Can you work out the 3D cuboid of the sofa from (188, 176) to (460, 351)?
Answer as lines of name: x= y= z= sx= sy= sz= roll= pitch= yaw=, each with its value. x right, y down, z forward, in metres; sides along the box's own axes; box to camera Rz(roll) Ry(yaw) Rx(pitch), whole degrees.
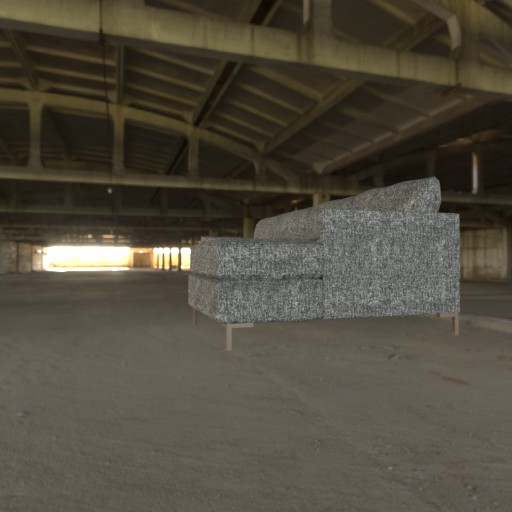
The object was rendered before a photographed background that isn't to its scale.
sofa: x=0.000 y=0.000 z=3.988 sx=1.488 sy=0.970 sz=3.384 roll=0 pitch=0 yaw=-18
